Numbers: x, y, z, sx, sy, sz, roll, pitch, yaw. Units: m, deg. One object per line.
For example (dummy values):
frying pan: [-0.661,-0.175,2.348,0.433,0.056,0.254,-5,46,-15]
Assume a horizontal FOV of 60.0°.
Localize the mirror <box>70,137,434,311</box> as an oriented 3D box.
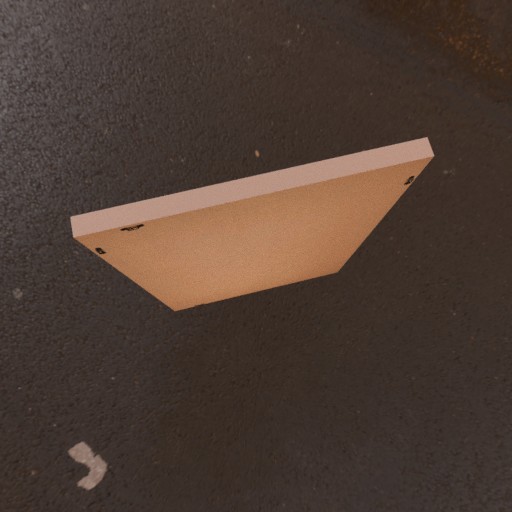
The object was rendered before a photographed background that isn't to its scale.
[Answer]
mirror: [0.000,0.000,1.173,0.609,0.915,0.041,-13,76,-3]
